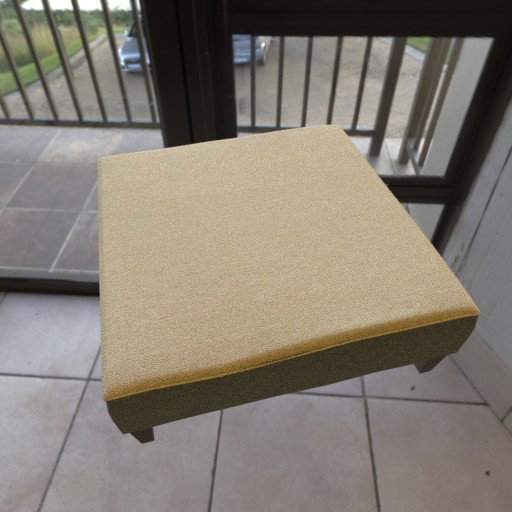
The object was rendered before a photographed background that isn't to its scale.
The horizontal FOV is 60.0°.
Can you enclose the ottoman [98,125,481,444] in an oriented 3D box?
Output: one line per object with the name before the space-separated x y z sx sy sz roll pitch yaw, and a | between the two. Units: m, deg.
ottoman | 0.000 0.000 1.508 0.968 0.379 1.004 -11 46 -10
